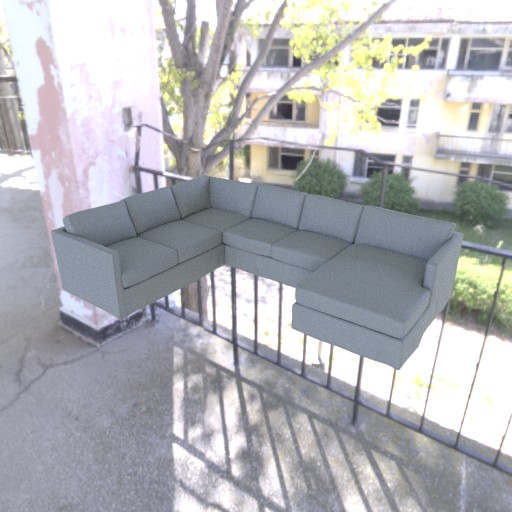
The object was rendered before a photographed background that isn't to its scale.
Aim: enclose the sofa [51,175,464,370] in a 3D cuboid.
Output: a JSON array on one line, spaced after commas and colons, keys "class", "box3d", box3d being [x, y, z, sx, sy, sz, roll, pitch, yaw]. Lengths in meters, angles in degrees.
[{"class": "sofa", "box3d": [0.000, 0.000, 4.573, 3.460, 0.882, 2.427, 17, 29, 33]}]
